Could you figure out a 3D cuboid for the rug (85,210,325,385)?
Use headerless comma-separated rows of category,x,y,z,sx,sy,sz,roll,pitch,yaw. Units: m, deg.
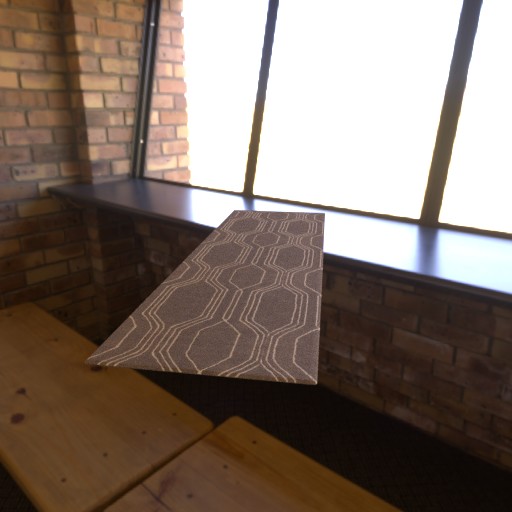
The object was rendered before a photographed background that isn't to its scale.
rug,0.000,0.000,2.581,0.773,0.012,2.464,3,18,9
